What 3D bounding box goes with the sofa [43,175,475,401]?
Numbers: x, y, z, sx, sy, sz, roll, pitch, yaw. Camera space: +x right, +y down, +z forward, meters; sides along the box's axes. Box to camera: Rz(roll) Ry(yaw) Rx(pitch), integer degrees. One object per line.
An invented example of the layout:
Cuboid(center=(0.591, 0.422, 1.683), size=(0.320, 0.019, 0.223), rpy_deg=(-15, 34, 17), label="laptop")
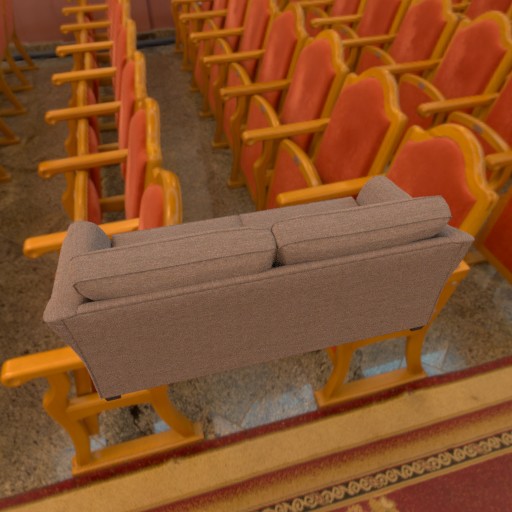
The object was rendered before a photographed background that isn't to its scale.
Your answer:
Cuboid(center=(0.000, 0.000, 2.738), size=(2.270, 0.965, 0.980), rpy_deg=(-10, 43, -11), label="sofa")
